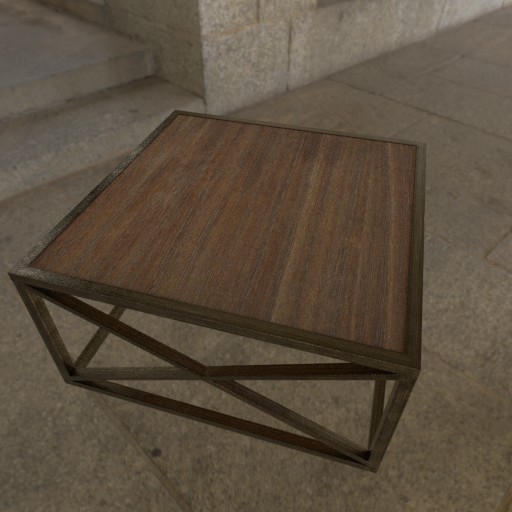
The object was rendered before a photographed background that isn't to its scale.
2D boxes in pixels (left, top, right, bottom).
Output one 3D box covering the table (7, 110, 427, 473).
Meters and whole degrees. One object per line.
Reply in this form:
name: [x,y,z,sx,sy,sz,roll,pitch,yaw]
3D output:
table: [0.000,0.000,1.378,0.899,0.451,0.909,11,43,12]
